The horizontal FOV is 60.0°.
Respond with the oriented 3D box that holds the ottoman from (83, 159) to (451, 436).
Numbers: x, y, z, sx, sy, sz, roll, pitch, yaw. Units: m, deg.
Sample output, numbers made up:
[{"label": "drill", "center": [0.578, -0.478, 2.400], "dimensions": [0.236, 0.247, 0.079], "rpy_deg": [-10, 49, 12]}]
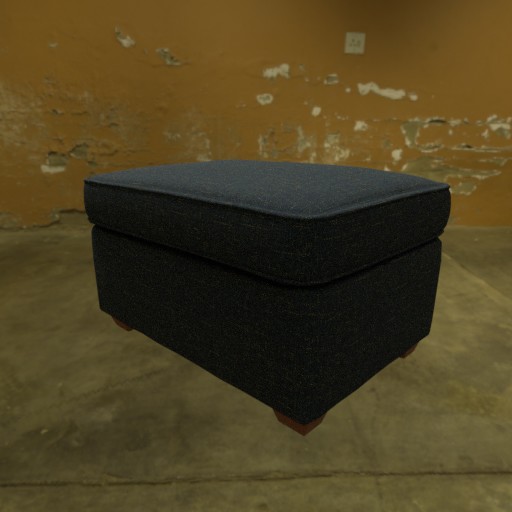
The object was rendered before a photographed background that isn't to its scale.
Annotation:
[{"label": "ottoman", "center": [0.000, 0.000, 1.096], "dimensions": [0.749, 0.450, 0.549], "rpy_deg": [15, 22, 42]}]
